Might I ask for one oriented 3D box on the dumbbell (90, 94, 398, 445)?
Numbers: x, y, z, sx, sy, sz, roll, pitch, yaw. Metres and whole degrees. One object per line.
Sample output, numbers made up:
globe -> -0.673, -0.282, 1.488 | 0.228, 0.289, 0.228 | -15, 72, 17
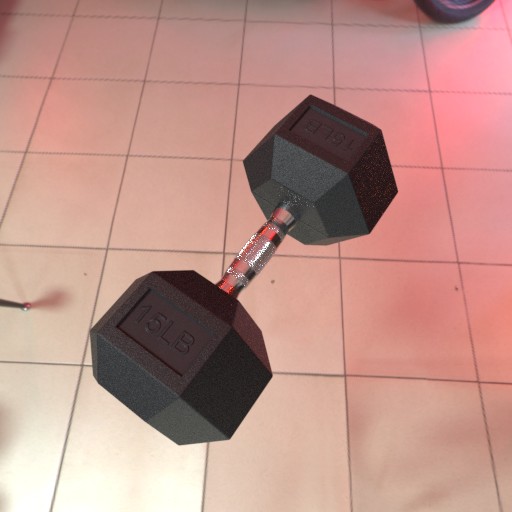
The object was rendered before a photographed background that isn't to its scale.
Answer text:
dumbbell -> 0.000, 0.000, 0.335 | 0.122, 0.106, 0.271 | 32, 68, 15
